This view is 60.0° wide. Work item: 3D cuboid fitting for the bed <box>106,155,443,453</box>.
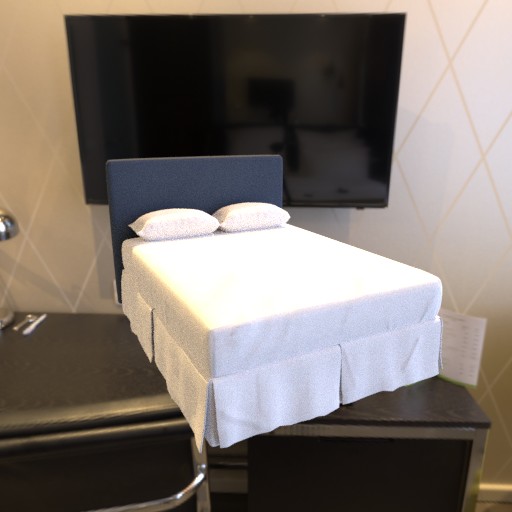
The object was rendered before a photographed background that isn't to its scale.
[{"bbox_3d":[0.000,0.000,3.266,1.713,1.330,2.162,-8,18,-27],"label":"bed"}]
